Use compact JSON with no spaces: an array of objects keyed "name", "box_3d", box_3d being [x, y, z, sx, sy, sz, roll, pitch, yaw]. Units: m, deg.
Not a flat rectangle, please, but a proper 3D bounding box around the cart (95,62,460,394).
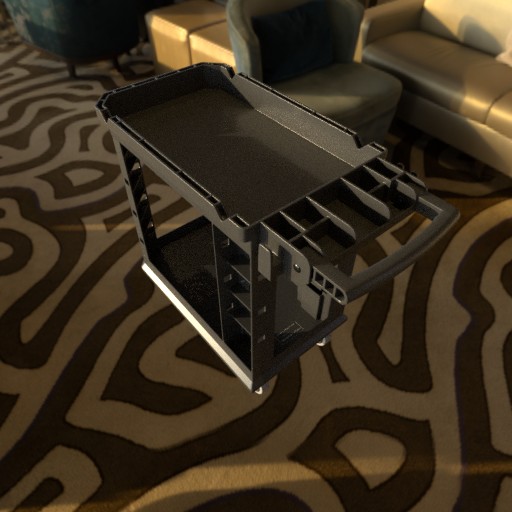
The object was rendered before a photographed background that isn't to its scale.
[{"name":"cart","box_3d":[0.000,0.000,1.516,0.497,0.884,1.061,-31,53,-26]}]
